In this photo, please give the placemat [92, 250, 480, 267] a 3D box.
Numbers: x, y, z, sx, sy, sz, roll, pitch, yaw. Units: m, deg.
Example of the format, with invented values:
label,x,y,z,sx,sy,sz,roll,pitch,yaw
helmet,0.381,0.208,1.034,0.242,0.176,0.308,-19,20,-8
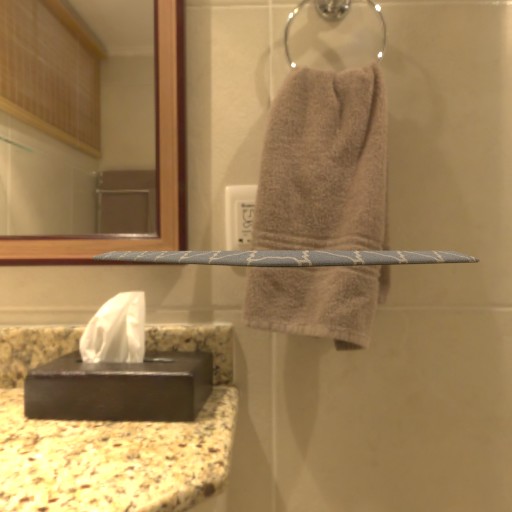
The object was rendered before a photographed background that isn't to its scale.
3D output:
label,x,y,z,sx,sy,sz,roll,pitch,yaw
placemat,0.000,0.000,0.978,0.508,0.021,0.762,0,1,-36
